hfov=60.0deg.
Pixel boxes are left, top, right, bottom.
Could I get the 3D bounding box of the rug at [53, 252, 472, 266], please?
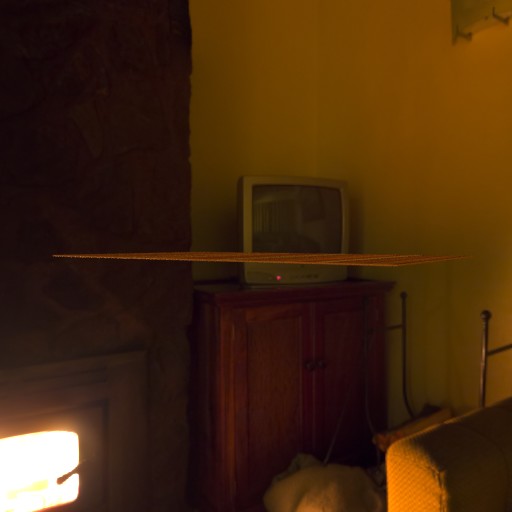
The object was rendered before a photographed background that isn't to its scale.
[{"bbox_3d":[0.000,0.000,3.019,2.438,0.008,1.523,1,2,36],"label":"rug"}]
